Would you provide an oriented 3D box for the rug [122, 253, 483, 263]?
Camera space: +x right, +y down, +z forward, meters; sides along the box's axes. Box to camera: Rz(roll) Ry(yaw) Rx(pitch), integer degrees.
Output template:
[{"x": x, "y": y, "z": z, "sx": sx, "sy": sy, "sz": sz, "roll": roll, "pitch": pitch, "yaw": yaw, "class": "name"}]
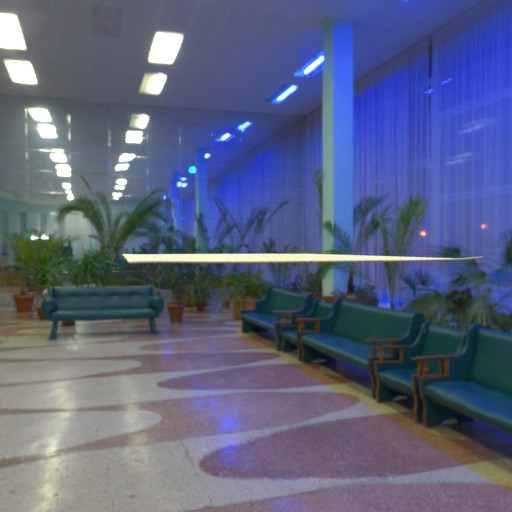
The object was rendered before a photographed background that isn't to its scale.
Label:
[{"x": 0.000, "y": 0.000, "z": 3.990, "sx": 2.277, "sy": 0.035, "sz": 2.897, "roll": 0, "pitch": 1, "yaw": -17, "class": "rug"}]
